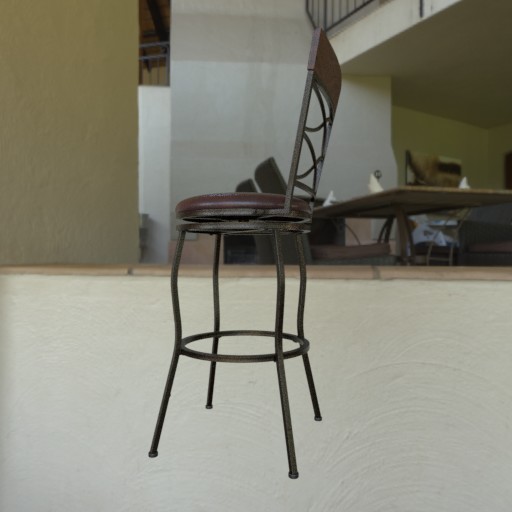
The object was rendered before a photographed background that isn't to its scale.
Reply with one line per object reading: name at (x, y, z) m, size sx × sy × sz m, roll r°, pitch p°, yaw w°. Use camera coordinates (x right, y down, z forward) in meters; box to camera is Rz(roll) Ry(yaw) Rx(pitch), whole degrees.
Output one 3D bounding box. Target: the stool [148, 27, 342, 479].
stool at (0.000, 0.000, 1.375) m, size 0.513 × 1.130 × 0.448 m, roll 0°, pitch 0°, yaw 17°
